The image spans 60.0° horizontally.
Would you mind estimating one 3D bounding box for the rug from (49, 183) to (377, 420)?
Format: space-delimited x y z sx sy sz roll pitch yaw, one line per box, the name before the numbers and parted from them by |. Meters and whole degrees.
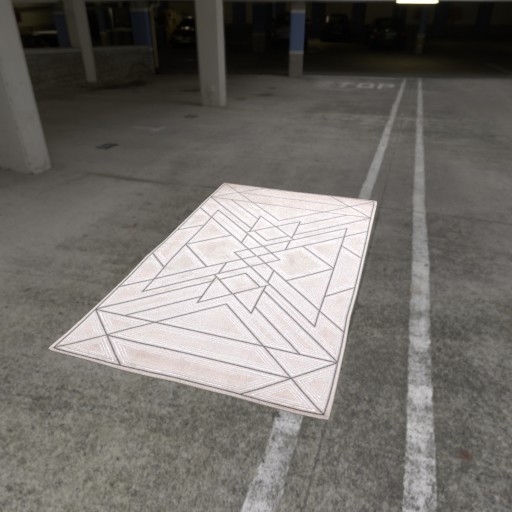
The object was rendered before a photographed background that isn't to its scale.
rug | 0.000 0.000 1.088 0.511 0.008 0.869 9 32 15
